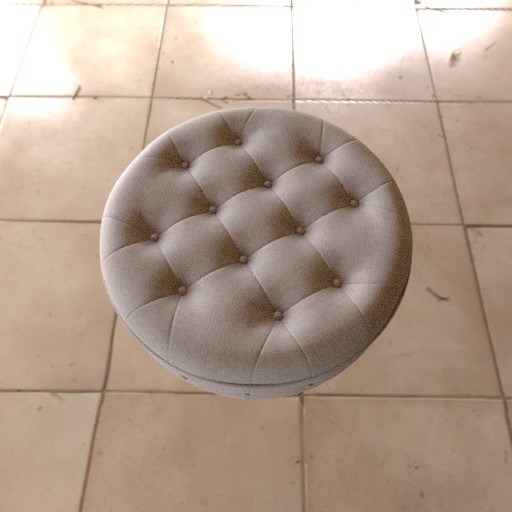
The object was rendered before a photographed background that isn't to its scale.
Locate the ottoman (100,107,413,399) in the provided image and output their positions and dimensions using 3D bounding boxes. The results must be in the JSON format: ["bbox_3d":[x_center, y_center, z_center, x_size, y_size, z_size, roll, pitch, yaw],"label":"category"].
[{"bbox_3d":[0.000,0.000,1.364,0.849,0.478,0.849,0,64,0],"label":"ottoman"}]
